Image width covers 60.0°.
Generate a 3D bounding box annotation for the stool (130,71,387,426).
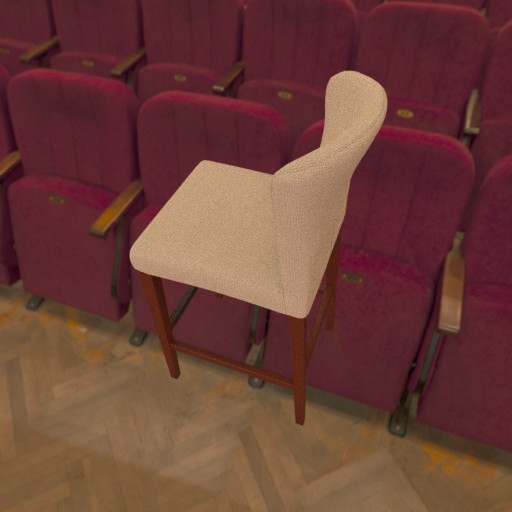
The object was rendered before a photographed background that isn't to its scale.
[{"bbox_3d":[0.000,0.000,1.350,0.568,1.069,0.481,15,48,14],"label":"stool"}]
